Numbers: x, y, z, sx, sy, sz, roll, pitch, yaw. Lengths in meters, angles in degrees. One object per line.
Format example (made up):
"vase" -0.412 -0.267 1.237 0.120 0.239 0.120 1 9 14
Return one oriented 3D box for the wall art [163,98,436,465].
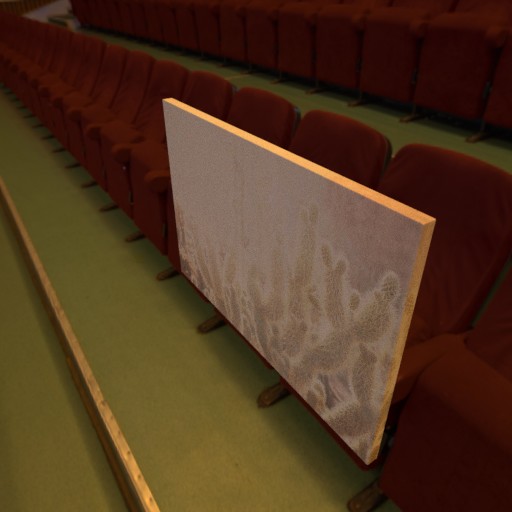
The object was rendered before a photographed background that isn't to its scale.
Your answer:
"wall art" 0.000 0.000 1.424 0.041 0.758 1.142 -20 38 -28
